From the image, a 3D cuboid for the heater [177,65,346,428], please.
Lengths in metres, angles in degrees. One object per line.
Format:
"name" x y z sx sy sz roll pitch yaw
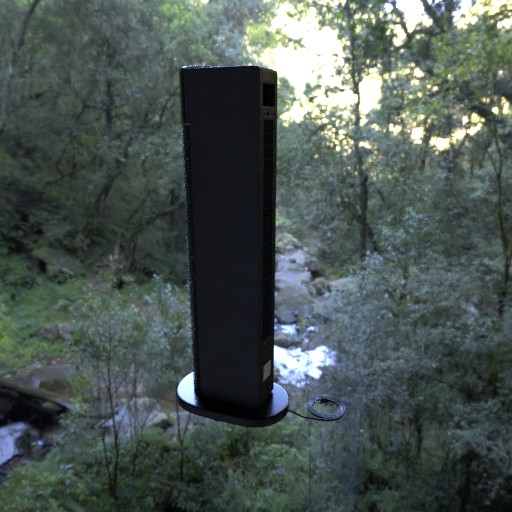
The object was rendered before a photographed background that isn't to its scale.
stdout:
"heater" 0.000 0.000 1.080 0.458 0.856 0.214 8 19 24
